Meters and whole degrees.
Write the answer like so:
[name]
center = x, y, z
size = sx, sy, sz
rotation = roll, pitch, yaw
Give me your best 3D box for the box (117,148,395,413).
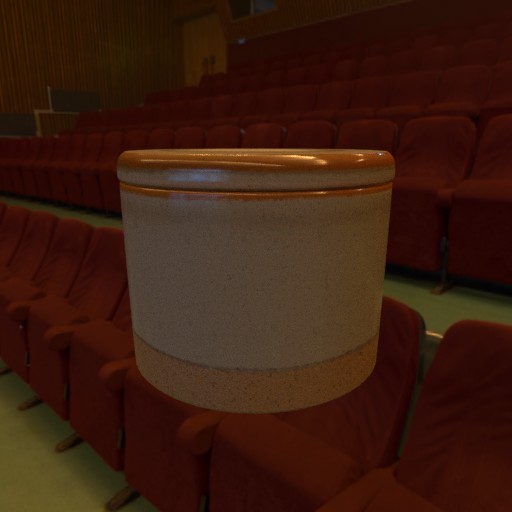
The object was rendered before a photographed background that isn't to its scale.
[box]
center = 0.000, 0.000, 0.215
size = 0.123, 0.100, 0.123
rotation = 0, 14, 0
